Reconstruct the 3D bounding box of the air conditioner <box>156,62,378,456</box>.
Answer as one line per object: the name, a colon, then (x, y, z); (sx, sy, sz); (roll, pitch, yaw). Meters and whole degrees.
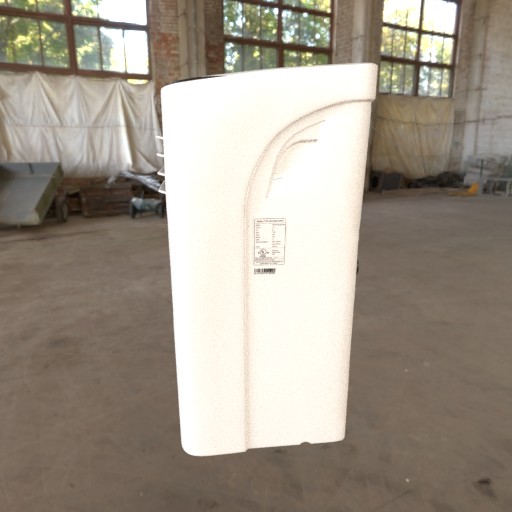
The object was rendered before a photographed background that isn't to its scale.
air conditioner: (0.000, 0.000, 0.918); (0.369, 0.716, 0.352); (-2, 14, -9)
